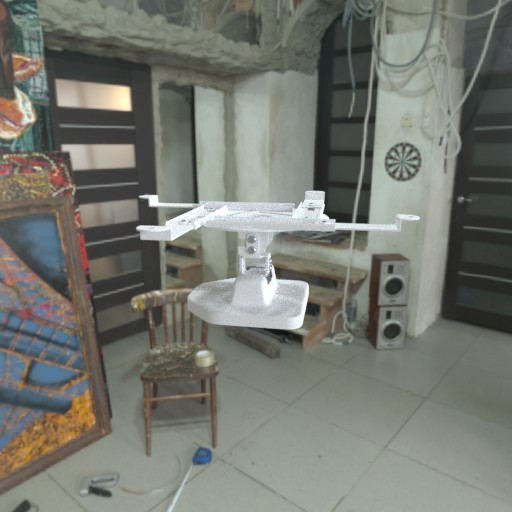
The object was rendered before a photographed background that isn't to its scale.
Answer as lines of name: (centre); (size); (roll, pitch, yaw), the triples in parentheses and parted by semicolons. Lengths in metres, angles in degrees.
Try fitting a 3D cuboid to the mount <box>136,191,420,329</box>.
mount: (0.000, 0.000, 0.609); (0.394, 0.141, 0.394); (3, 14, 10)
